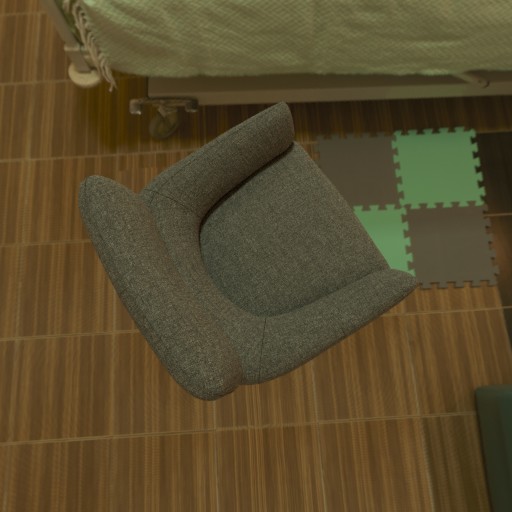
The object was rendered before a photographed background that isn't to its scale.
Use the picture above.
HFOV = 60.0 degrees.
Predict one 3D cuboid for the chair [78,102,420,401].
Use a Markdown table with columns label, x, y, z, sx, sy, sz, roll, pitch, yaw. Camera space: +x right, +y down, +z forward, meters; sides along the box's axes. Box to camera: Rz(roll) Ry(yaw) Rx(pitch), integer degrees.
| label | x | y | z | sx | sy | sz | roll | pitch | yaw |
| --- | --- | --- | --- | --- | --- | --- | --- | --- | --- |
| chair | 0.000 | 0.000 | 1.371 | 0.715 | 0.812 | 0.706 | -32 | 78 | -8 |
